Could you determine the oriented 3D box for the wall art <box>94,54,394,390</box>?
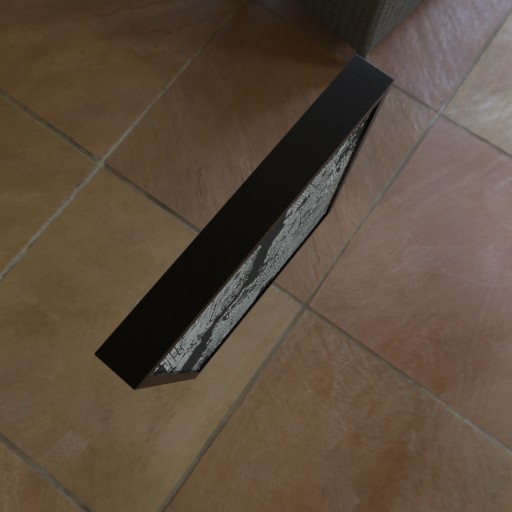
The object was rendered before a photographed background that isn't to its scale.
[{"bbox_3d":[0.000,0.000,0.466,0.037,0.299,0.299,38,79,9],"label":"wall art"}]
